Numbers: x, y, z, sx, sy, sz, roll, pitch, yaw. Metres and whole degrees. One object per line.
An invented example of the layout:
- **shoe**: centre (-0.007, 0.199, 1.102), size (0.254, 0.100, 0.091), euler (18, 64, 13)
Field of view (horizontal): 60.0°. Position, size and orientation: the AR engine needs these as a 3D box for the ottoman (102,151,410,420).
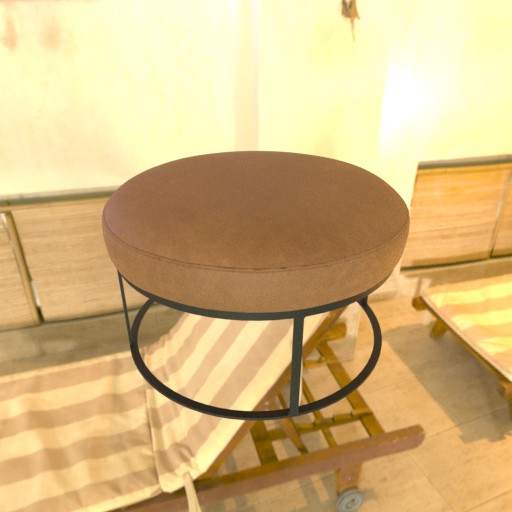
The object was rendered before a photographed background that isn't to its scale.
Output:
- **ottoman**: centre (0.000, 0.000, 1.228), size (0.771, 0.460, 0.771), euler (0, 28, 0)
